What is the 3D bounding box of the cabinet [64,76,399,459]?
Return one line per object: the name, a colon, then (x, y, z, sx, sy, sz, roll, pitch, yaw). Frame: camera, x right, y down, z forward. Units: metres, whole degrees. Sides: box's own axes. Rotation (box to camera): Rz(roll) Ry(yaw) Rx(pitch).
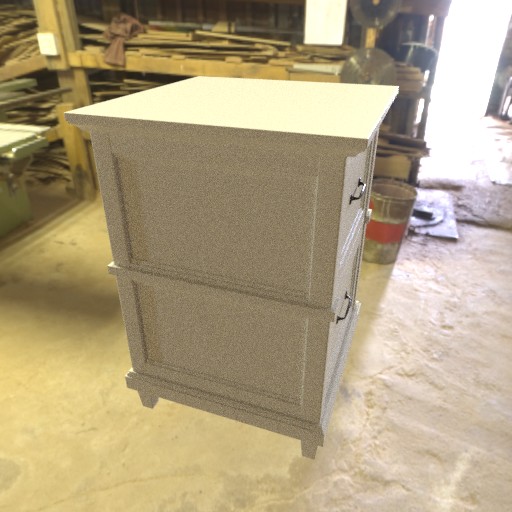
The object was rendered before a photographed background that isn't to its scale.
cabinet: (0.000, 0.000, 1.134, 0.547, 0.775, 0.544, 10, 31, 18)
